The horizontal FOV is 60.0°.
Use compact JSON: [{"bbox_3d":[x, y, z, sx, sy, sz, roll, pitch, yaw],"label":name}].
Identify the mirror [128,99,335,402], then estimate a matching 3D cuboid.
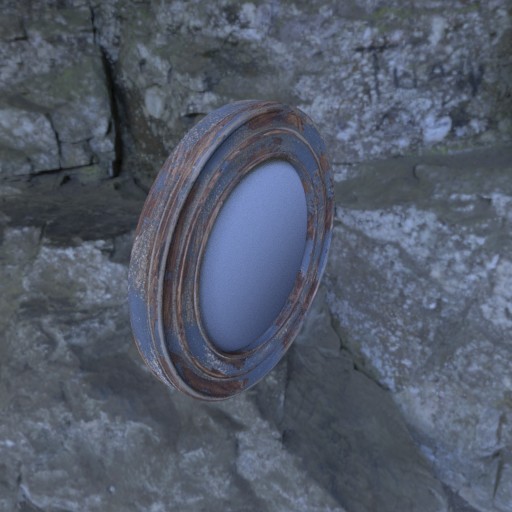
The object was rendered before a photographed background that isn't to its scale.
[{"bbox_3d":[0.000,0.000,0.882,0.061,0.585,0.585,17,30,32],"label":"mirror"}]
